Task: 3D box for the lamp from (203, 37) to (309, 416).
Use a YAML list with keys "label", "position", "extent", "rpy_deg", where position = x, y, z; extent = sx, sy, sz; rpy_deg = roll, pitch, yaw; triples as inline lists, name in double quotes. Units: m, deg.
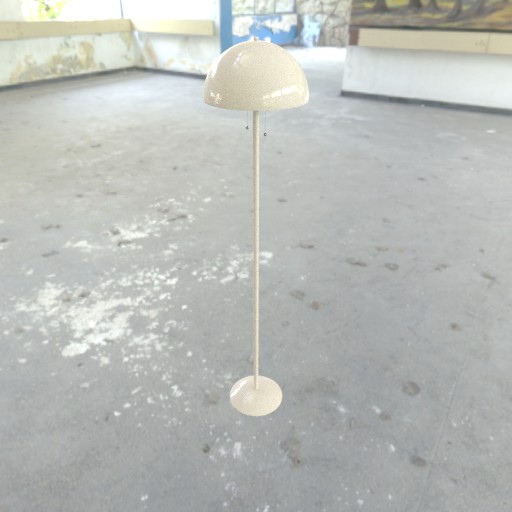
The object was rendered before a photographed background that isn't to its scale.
- label: "lamp"
  position: [0.000, 0.000, 1.667]
  extent: [0.328, 1.480, 0.328]
  rpy_deg: [18, 35, 28]
